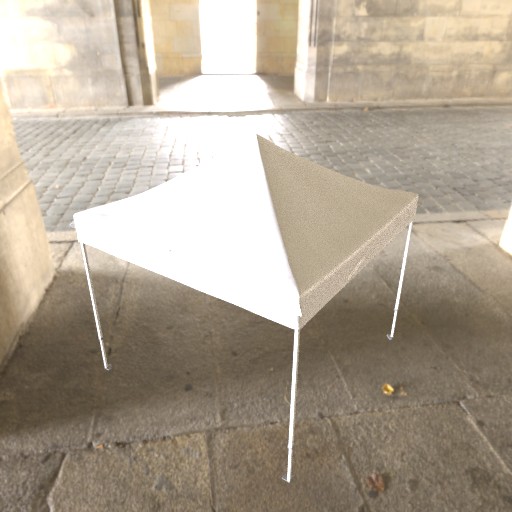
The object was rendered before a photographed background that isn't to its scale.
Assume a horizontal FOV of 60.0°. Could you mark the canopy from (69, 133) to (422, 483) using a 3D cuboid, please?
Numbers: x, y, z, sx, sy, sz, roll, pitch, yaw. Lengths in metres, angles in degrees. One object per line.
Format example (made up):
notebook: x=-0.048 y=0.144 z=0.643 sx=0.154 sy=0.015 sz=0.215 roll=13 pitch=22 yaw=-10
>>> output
canopy: x=0.000 y=0.000 z=5.505 sx=2.994 sy=2.998 sz=2.996 roll=18 pitch=32 yaw=31
